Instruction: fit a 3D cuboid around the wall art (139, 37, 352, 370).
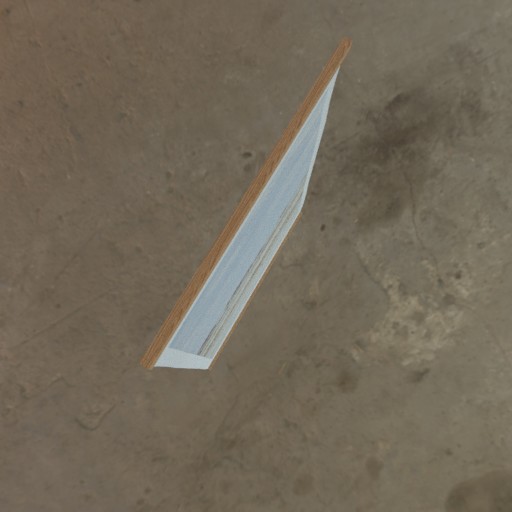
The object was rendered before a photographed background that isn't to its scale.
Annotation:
[{"bbox_3d":[0.000,0.000,1.302,0.020,1.016,0.739,29,77,7],"label":"wall art"}]
